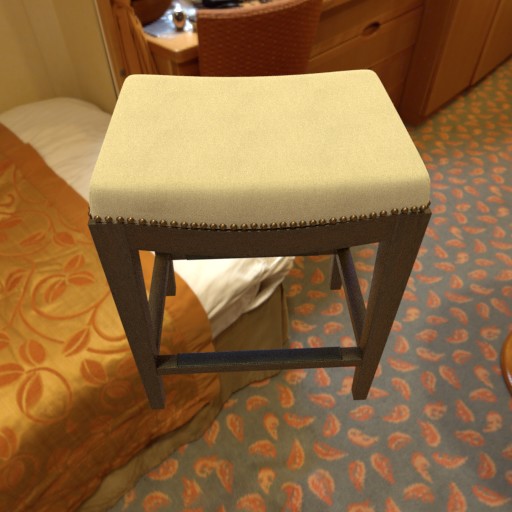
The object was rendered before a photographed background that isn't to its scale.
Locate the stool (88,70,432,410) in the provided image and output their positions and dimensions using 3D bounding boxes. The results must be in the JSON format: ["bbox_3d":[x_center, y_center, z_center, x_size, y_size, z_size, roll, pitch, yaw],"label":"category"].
[{"bbox_3d":[0.000,0.000,0.926,0.500,0.642,0.361,-2,47,-2],"label":"stool"}]
